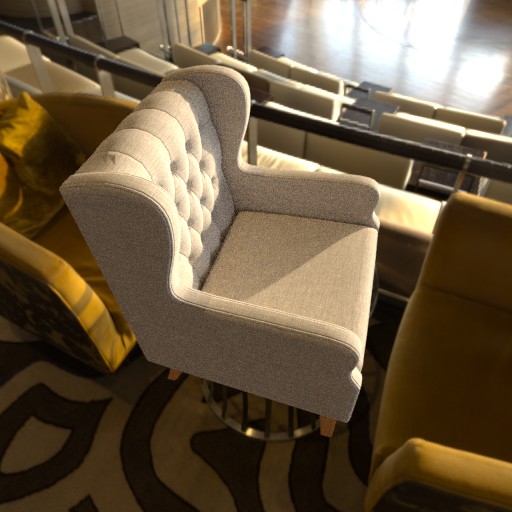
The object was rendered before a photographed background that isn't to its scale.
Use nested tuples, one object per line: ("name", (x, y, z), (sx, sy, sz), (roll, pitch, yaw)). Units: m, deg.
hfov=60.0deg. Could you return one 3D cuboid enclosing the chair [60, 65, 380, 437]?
("chair", (0.000, 0.000, 1.429), (0.760, 0.930, 0.710), (11, 47, 10))
